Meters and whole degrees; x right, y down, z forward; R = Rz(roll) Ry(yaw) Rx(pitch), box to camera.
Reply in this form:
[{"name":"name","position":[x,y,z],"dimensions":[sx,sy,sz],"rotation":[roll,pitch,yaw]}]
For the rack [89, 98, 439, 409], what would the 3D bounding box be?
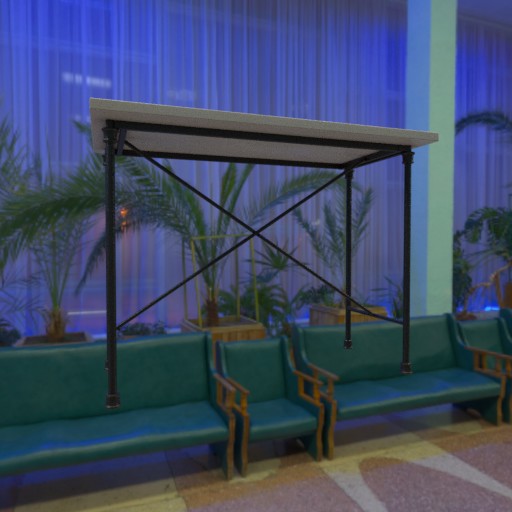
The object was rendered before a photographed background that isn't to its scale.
[{"name":"rack","position":[0.000,0.000,1.681],"dimensions":[1.159,0.880,0.613],"rotation":[-1,2,-19]}]
